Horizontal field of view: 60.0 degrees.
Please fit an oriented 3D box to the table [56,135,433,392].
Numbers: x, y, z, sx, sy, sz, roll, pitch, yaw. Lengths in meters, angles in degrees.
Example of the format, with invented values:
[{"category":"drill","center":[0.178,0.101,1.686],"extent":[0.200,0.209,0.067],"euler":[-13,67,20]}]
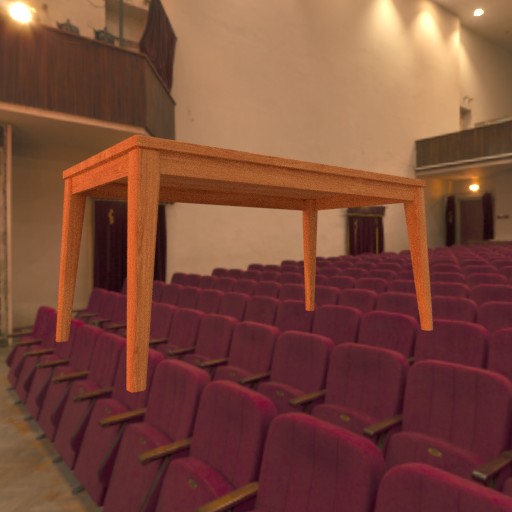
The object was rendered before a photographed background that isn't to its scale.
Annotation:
[{"category":"table","center":[0.000,0.000,2.125],"extent":[1.600,0.760,0.900],"euler":[-1,2,-37]}]
